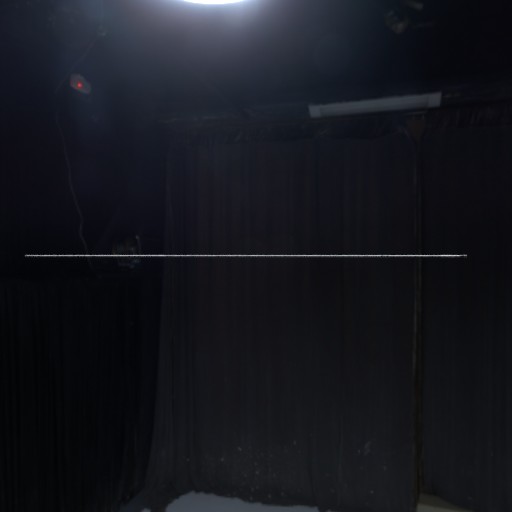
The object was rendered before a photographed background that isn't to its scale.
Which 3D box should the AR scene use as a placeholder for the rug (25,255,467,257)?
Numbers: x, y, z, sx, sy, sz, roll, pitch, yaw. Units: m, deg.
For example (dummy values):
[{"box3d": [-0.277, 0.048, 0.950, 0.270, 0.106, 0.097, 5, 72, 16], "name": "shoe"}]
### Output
[{"box3d": [0.000, 0.000, 2.989, 2.442, 0.010, 1.546, 0, 0, 20], "name": "rug"}]
